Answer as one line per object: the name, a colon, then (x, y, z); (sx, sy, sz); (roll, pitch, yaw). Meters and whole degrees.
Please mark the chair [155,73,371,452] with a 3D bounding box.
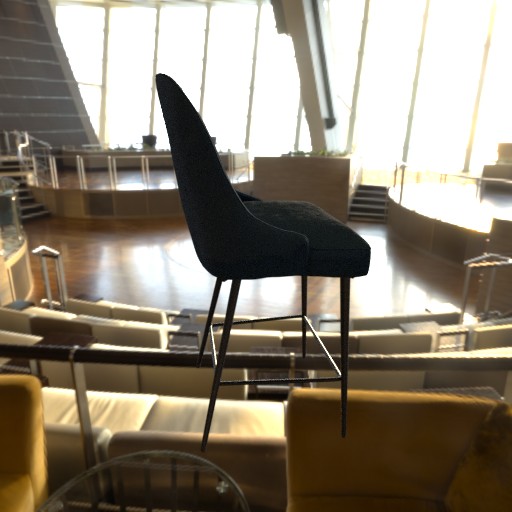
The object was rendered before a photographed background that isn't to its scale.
chair: (0.000, 0.000, 1.238); (0.489, 0.927, 0.526); (-3, 17, -8)
